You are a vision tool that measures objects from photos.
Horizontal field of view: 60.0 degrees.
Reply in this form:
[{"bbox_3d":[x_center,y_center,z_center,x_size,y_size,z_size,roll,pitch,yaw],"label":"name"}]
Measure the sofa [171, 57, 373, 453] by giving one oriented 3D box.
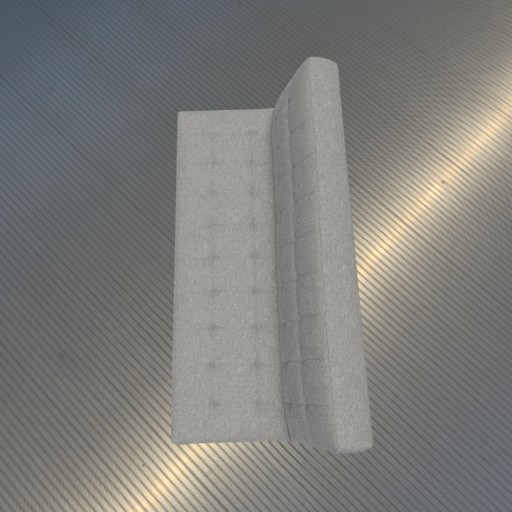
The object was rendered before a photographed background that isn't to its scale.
[{"bbox_3d":[0.000,0.000,2.272,0.860,0.810,1.800,-2,74,0],"label":"sofa"}]
